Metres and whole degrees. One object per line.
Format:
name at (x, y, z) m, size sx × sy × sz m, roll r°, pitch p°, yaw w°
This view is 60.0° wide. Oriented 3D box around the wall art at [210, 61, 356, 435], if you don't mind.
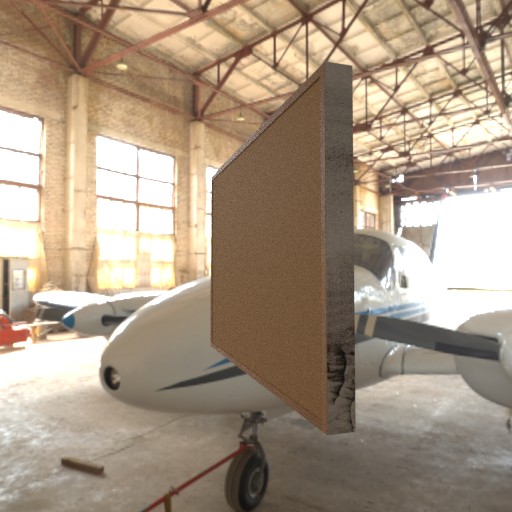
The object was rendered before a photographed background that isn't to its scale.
wall art at (0.000, 0.000, 0.778) m, size 0.035 × 0.407 × 0.613 m, roll 1°, pitch -2°, yaw -18°
